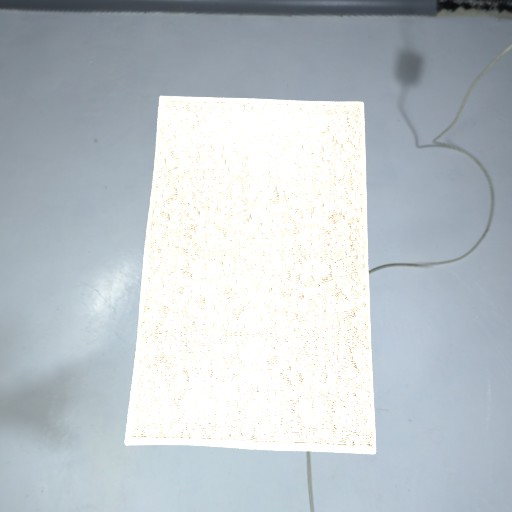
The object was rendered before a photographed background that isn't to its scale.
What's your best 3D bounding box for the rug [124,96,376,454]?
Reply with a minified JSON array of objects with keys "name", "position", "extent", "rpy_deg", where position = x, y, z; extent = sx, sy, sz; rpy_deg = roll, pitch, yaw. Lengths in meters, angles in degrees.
[{"name":"rug","position":[0.000,0.000,2.999],"extent":[1.529,0.012,2.435],"rpy_deg":[2,75,0]}]
